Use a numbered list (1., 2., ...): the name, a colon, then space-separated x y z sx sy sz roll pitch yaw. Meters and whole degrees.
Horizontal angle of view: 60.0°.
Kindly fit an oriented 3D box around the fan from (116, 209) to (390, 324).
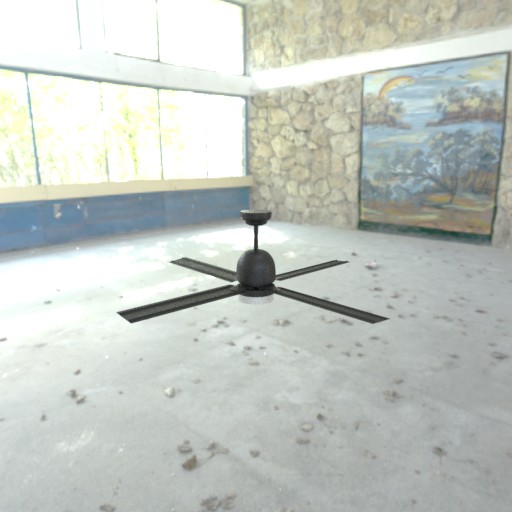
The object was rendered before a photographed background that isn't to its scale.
1. fan: 0.000 0.000 2.021 1.319 0.410 1.319 -12 17 -43
